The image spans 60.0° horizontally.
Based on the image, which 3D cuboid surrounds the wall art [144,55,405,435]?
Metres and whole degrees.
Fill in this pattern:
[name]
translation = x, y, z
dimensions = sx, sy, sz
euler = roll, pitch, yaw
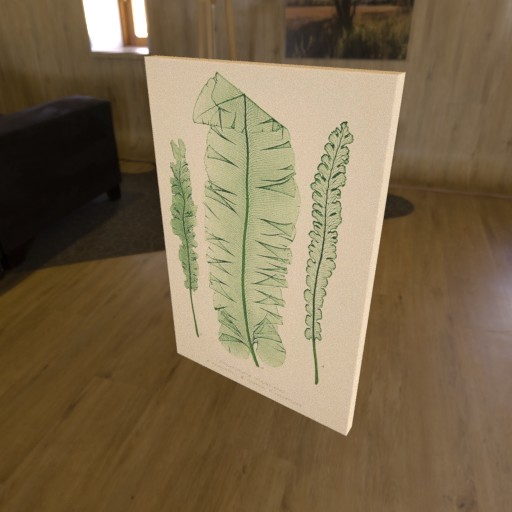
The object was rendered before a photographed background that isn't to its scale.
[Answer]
[wall art]
translation = 0.000, 0.000, 1.142
dimensions = 0.610, 0.914, 0.038
euler = 18, 34, 29
